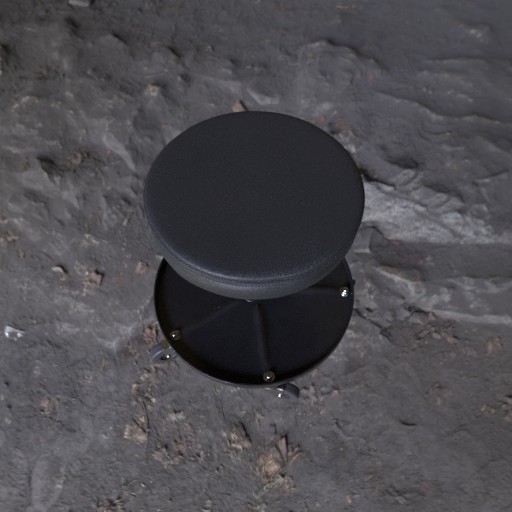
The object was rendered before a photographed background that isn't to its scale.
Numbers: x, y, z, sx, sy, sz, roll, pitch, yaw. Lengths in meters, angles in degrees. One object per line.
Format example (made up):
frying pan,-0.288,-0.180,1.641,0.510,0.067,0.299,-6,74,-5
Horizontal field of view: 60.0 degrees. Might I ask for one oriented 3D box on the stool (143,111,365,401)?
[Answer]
stool,0.000,0.000,0.702,0.381,0.365,0.382,-2,60,-1
